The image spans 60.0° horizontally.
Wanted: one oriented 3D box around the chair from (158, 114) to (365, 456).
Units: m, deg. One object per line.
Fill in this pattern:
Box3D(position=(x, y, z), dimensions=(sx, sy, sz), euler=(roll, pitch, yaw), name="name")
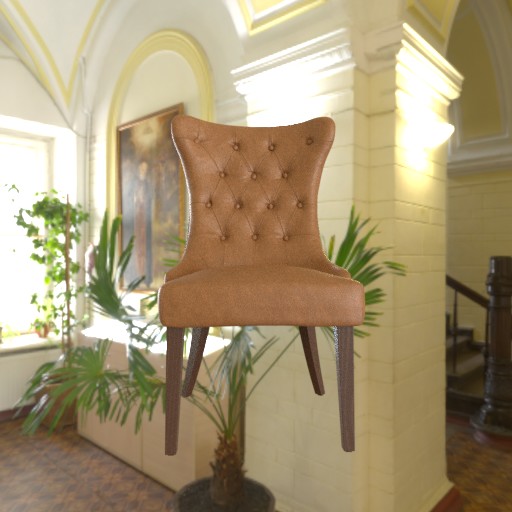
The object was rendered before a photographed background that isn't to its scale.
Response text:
Box3D(position=(0.000, 0.000, 1.478), dimensions=(0.611, 1.065, 0.669), euler=(0, 0, -3), name="chair")
